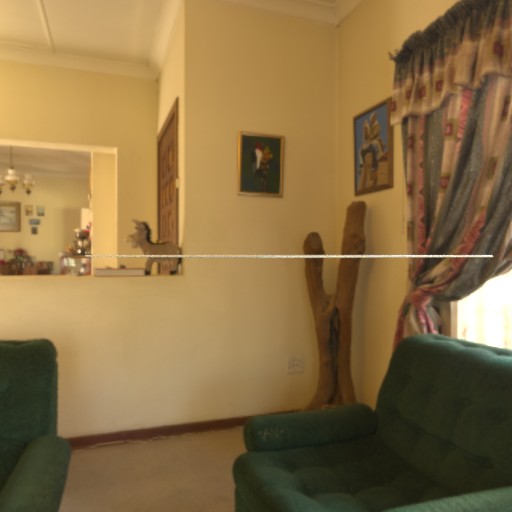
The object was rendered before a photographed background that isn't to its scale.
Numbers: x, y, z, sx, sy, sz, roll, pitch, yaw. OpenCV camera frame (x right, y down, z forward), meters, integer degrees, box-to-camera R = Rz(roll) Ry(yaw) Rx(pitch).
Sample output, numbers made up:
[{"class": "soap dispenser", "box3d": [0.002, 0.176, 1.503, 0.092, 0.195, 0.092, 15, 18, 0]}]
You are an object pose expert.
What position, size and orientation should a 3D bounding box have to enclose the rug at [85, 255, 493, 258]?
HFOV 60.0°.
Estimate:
[{"class": "rug", "box3d": [0.000, 0.000, 2.841, 1.555, 0.011, 2.232, 0, 0, -35]}]
